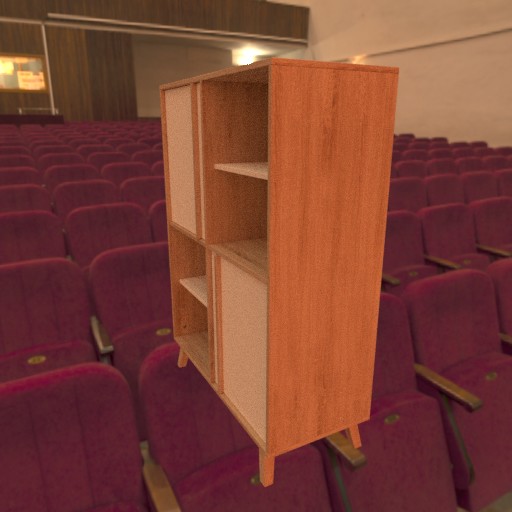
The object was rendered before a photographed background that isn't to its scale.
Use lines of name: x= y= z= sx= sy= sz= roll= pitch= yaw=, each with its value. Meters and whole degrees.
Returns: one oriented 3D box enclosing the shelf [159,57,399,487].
shelf: x=0.000 y=0.000 z=1.860 sx=0.450 sy=1.390 sz=1.000 roll=-9 pitch=19 yaw=-27
